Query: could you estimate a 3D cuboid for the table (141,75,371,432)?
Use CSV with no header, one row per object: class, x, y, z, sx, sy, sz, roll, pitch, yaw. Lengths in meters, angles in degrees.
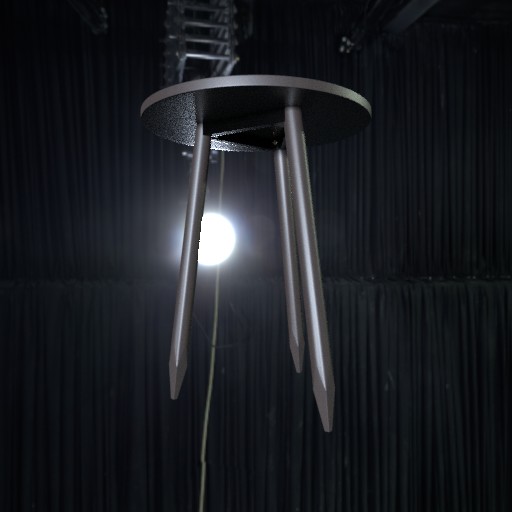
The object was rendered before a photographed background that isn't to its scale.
table,0.000,0.000,0.914,0.457,0.585,0.457,0,1,0
